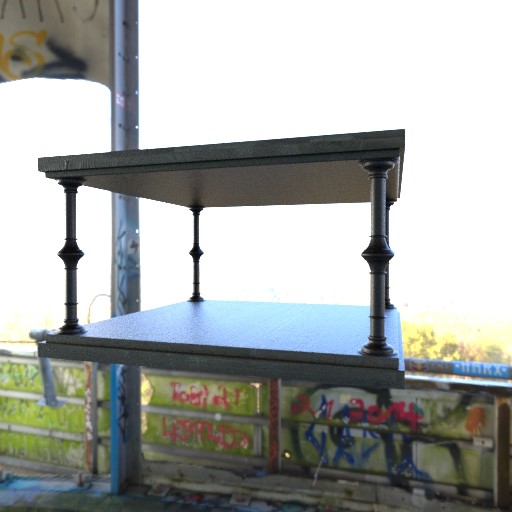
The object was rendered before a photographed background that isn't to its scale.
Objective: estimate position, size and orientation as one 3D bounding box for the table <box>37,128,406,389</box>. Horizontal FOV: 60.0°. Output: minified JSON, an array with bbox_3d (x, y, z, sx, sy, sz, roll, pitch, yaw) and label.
[{"bbox_3d":[0.000,0.000,1.113,0.696,0.400,0.696,0,1,17],"label":"table"}]
